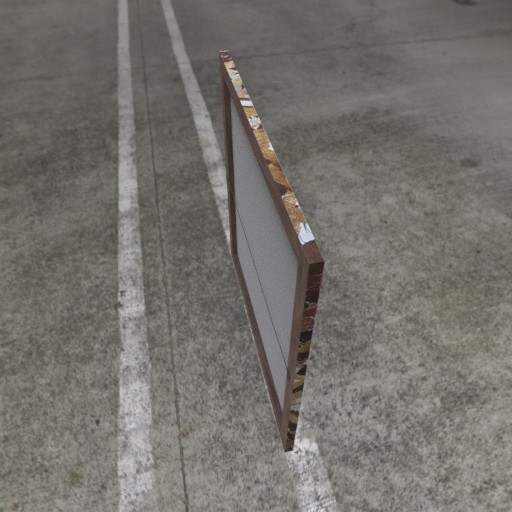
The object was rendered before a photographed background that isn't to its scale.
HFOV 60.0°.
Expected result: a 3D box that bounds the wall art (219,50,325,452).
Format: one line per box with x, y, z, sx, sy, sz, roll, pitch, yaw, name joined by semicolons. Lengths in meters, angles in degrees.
0.000;0.000;1.170;0.028;0.762;0.757;-10;48;-9;wall art
